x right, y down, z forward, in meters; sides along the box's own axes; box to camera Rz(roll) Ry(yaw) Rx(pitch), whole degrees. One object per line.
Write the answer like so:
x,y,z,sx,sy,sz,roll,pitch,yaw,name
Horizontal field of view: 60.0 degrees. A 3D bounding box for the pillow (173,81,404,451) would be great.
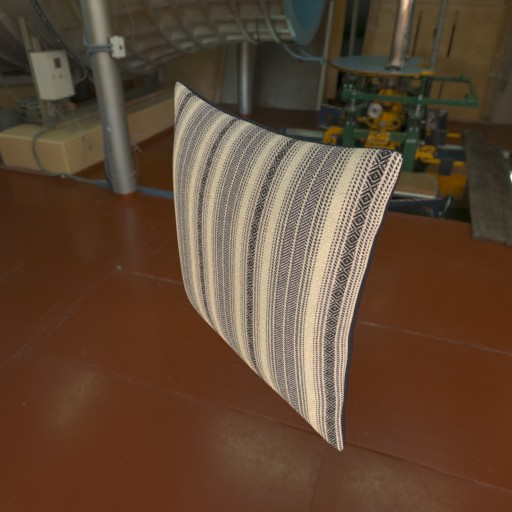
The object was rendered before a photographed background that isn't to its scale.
0.000,0.000,0.780,0.166,0.508,0.520,-21,37,-30,pillow
